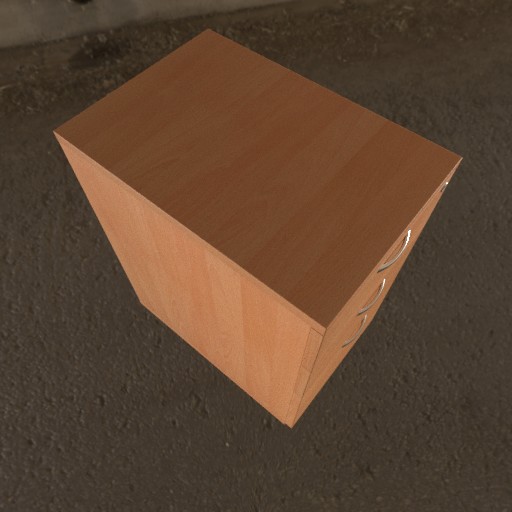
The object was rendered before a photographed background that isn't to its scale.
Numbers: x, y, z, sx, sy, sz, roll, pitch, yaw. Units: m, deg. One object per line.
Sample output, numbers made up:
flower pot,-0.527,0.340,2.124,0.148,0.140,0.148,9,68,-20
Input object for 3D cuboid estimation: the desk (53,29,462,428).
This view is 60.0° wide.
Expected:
desk,0.000,0.000,1.077,0.600,0.730,0.404,35,65,19
